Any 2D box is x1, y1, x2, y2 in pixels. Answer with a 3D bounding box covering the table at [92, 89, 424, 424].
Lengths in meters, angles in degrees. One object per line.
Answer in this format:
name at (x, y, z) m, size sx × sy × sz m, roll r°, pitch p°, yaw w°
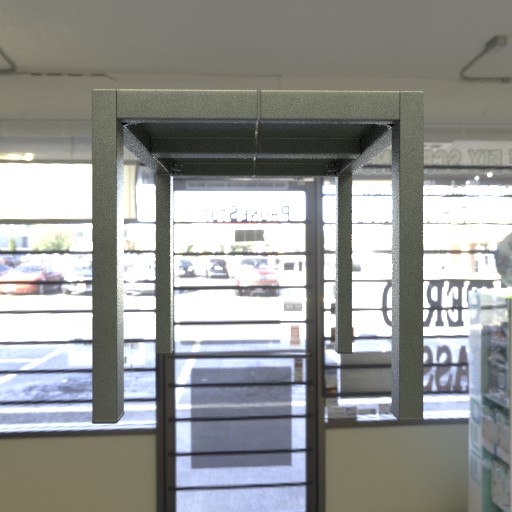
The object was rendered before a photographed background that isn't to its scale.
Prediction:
table at (0.000, 0.000, 0.928) m, size 0.508 × 0.508 × 0.508 m, roll 0°, pitch 0°, yaw -1°
